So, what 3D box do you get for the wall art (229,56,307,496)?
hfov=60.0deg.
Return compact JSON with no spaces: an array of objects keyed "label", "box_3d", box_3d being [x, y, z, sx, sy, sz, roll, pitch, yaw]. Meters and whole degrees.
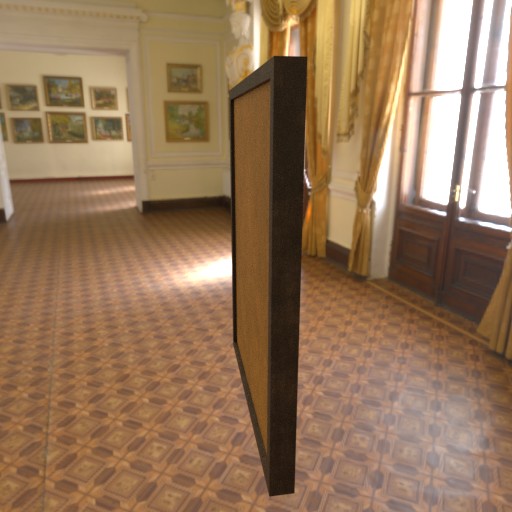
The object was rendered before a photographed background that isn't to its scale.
[{"label":"wall art","box_3d":[0.000,0.000,0.545,0.027,0.406,0.329,-3,16,-9]}]
